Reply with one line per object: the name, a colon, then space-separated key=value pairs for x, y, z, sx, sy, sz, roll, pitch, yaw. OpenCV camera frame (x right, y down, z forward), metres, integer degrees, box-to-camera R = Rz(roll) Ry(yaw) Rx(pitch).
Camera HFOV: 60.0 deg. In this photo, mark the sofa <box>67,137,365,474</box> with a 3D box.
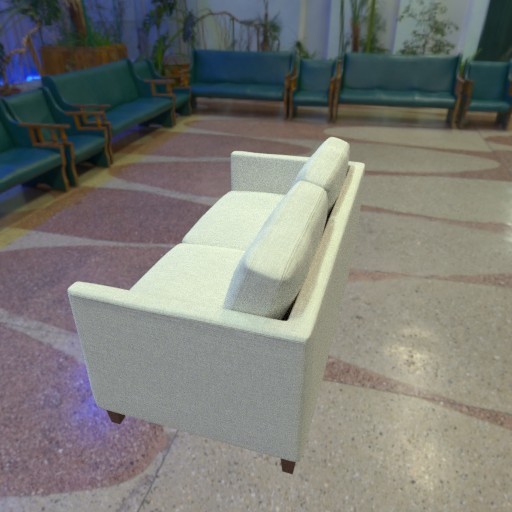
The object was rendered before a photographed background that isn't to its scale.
sofa: x=0.000 y=0.000 z=2.408 sx=0.950 sy=0.963 sz=1.838 roll=9 pitch=31 yaw=15
